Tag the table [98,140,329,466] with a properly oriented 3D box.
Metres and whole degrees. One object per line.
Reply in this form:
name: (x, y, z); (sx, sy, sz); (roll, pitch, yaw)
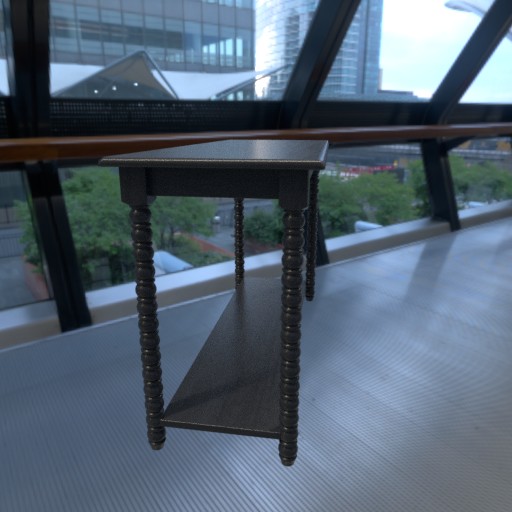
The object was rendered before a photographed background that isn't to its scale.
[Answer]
table: (0.000, 0.000, 1.520); (0.459, 0.735, 1.184); (3, 17, 9)
